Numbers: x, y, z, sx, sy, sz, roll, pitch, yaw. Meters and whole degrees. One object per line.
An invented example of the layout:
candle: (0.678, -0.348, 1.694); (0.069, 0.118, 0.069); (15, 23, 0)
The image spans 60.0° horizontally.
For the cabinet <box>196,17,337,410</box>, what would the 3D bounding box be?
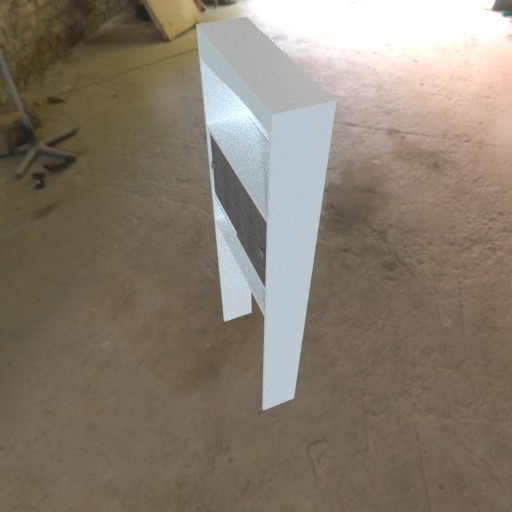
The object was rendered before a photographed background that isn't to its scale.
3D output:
cabinet: (0.000, 0.000, 1.990); (0.192, 1.770, 0.643); (-17, 50, -15)
